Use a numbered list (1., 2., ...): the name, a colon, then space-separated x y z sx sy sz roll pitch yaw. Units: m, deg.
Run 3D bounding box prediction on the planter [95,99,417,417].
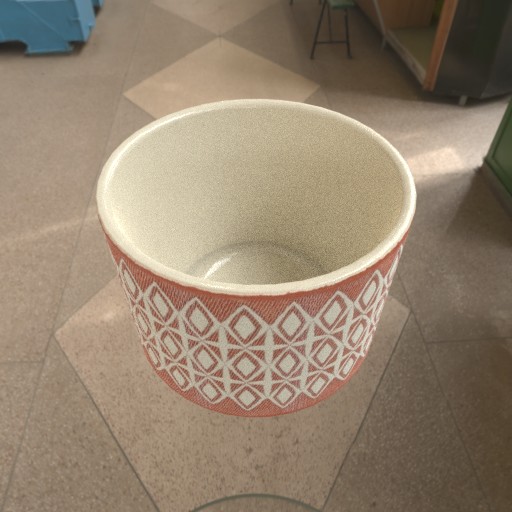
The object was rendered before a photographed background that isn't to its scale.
1. planter: 0.000 0.000 0.325 0.192 0.148 0.192 0 46 0
